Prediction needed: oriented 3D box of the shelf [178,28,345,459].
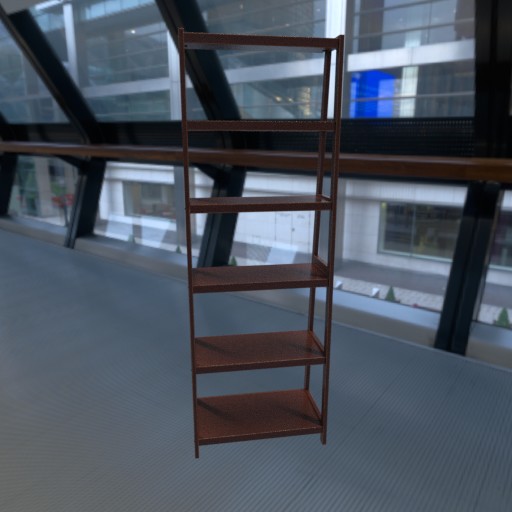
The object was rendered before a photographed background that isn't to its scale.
[{"bbox_3d":[0.000,0.000,2.134,0.660,1.892,0.381,-2,14,-9],"label":"shelf"}]
